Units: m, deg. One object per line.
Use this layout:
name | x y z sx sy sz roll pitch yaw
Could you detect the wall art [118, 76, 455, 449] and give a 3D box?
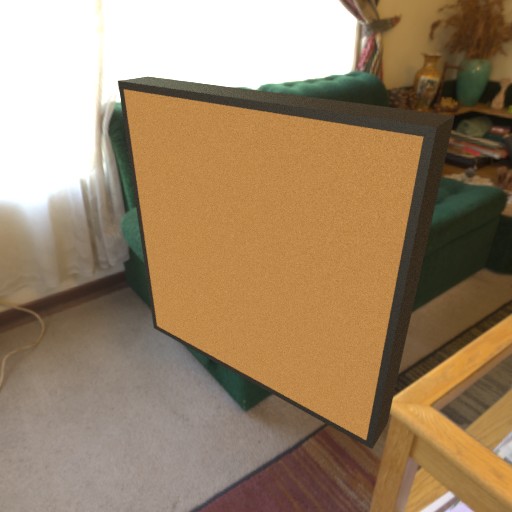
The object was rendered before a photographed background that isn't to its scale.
wall art | 0.000 0.000 0.439 0.304 0.304 0.038 20 36 31
